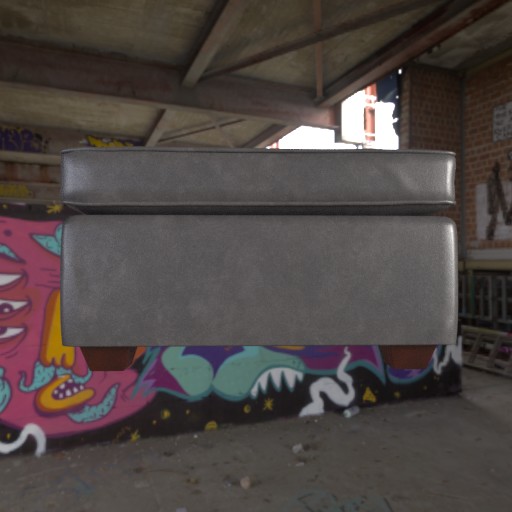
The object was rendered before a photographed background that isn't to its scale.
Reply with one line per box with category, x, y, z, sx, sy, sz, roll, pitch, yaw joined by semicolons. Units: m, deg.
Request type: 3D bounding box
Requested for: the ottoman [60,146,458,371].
ottoman;0.000;0.000;1.074;0.756;0.445;0.554;0;-1;-2
